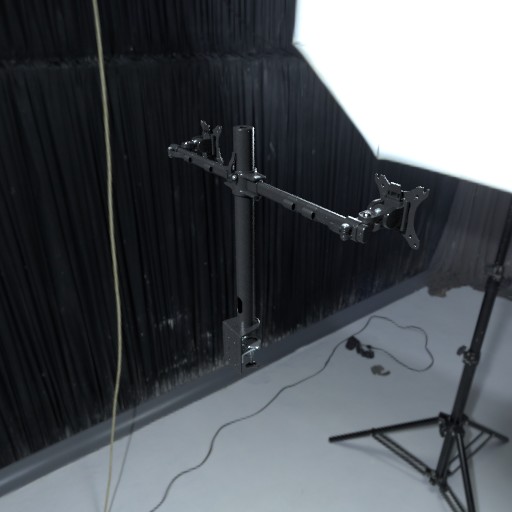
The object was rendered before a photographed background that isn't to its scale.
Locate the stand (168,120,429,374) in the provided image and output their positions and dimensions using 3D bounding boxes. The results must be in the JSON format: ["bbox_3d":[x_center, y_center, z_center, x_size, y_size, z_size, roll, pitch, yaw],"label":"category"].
[{"bbox_3d":[0.000,0.000,1.050,0.150,0.603,0.743,-18,32,-31],"label":"stand"}]
